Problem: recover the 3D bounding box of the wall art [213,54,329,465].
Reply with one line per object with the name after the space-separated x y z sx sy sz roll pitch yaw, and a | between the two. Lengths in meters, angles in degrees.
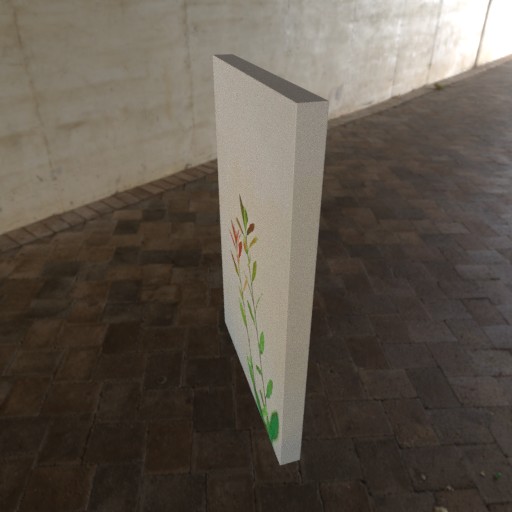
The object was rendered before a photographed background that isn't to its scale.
0.000 0.000 0.787 0.038 0.611 0.408 -9 32 -14 | wall art
